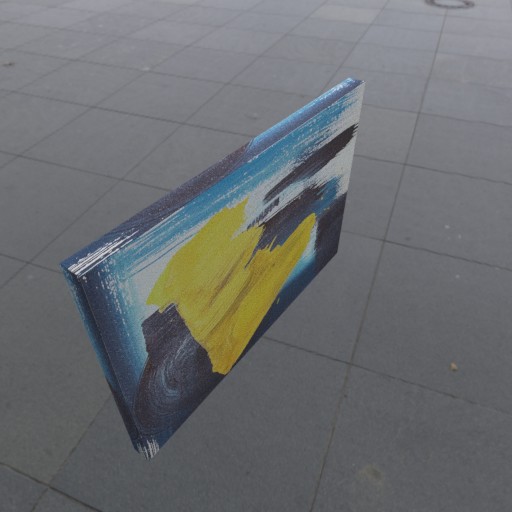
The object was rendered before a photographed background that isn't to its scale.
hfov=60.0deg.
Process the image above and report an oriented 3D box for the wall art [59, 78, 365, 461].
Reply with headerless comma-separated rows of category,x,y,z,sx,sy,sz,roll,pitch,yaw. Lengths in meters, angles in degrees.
wall art,0.000,0.000,0.745,0.033,0.406,0.609,26,48,26
